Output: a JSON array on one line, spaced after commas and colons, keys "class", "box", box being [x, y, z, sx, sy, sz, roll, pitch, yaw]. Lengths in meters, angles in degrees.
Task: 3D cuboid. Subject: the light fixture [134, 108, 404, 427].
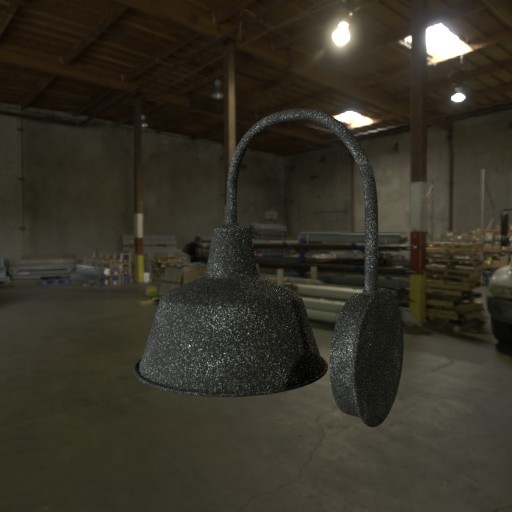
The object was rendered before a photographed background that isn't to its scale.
[{"class": "light fixture", "box": [0.000, 0.000, 0.481, 0.283, 0.300, 0.216, 1, 2, 36]}]
